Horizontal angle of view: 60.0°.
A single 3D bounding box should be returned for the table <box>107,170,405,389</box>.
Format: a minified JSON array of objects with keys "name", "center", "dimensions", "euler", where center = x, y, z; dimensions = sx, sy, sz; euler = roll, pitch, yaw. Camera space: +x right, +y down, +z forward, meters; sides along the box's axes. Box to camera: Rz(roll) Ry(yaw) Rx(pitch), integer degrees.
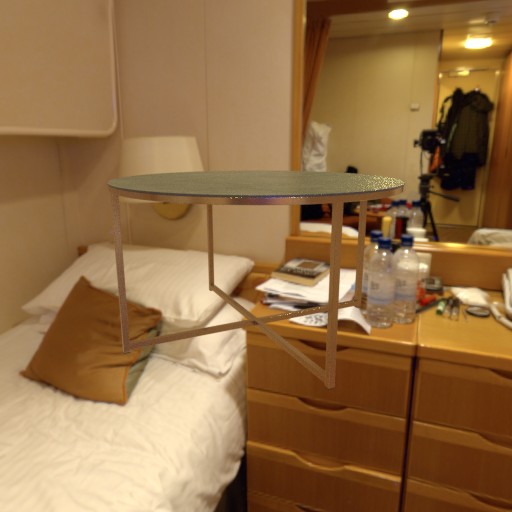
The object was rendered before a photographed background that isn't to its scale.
[{"name":"table","center":[0.000,0.000,1.311],"dimensions":[0.800,0.450,0.800],"euler":[0,14,0]}]
